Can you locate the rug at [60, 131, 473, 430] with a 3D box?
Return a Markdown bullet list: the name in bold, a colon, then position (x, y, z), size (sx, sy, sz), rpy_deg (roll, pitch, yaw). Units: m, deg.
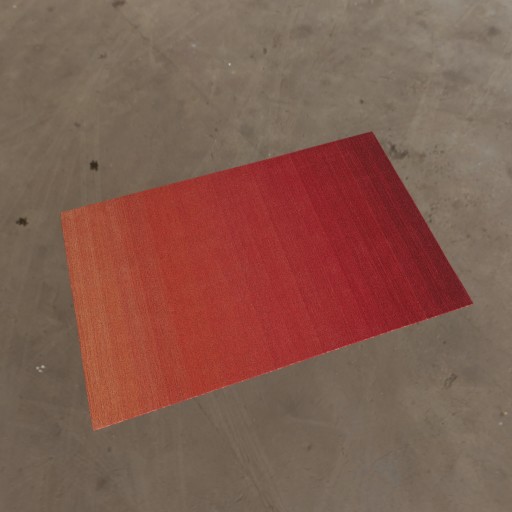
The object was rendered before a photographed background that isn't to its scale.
- **rug**: position (0.000, 0.000, 3.001), size (2.442, 0.010, 1.531), rpy_deg (-16, 64, -8)
